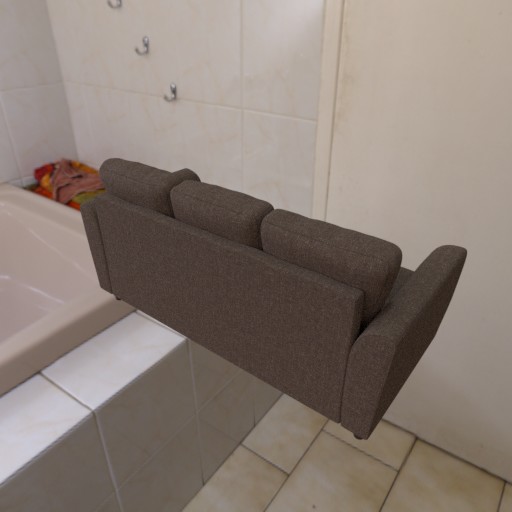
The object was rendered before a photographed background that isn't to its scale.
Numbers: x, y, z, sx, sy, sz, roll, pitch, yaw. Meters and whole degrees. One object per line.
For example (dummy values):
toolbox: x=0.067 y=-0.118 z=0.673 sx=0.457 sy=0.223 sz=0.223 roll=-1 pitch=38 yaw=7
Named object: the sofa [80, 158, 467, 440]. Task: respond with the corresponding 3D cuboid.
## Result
sofa: x=0.000 y=0.000 z=2.334 sx=1.847 sy=0.891 sz=0.837 roll=21 pitch=36 yaw=32
